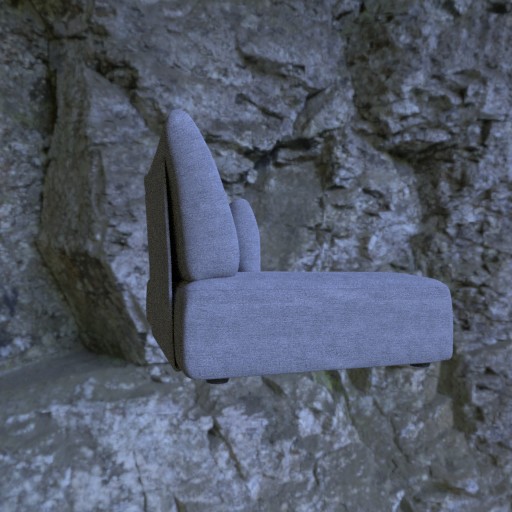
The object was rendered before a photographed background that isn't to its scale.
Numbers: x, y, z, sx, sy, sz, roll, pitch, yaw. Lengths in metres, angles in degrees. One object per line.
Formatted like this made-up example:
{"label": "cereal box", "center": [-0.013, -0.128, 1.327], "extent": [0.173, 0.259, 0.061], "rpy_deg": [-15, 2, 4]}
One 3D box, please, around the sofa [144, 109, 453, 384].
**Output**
{"label": "sofa", "center": [0.000, 0.000, 2.078], "extent": [1.002, 0.820, 1.450], "rpy_deg": [1, -2, -18]}
